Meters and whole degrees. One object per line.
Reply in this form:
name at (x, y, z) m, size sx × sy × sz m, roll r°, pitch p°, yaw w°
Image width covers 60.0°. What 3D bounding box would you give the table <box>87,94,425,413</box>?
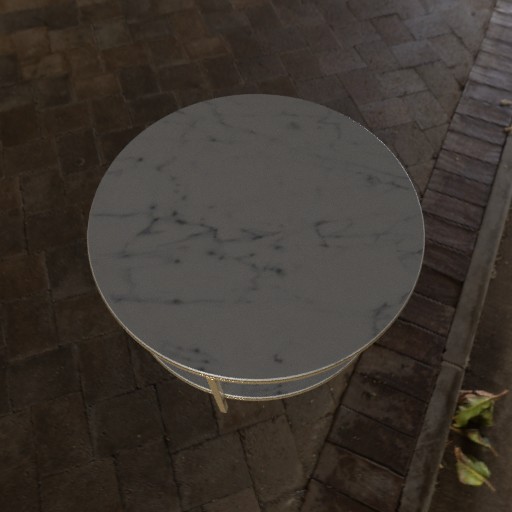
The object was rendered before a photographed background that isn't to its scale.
table at (0.000, 0.000, 1.258) m, size 0.800 × 0.450 × 0.800 m, roll 0°, pitch 62°, yaw 0°
